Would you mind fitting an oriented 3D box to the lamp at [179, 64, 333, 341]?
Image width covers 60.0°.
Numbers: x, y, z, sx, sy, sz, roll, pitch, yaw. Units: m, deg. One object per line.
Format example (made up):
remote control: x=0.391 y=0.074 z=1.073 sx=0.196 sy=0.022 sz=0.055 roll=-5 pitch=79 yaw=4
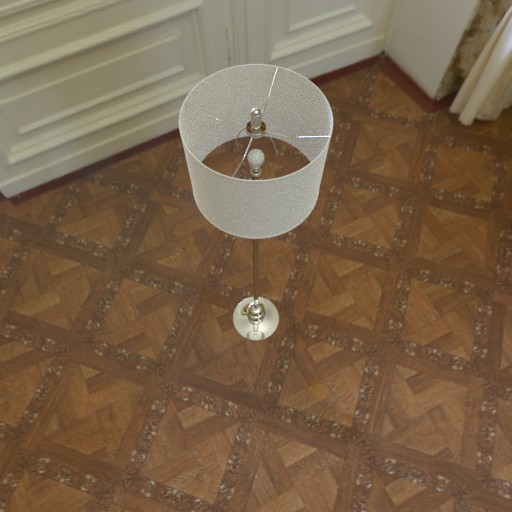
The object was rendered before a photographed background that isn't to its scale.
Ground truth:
lamp: x=0.000 y=0.000 z=1.668 sx=0.356 sy=1.487 sz=0.356 roll=15 pitch=65 yaw=8
